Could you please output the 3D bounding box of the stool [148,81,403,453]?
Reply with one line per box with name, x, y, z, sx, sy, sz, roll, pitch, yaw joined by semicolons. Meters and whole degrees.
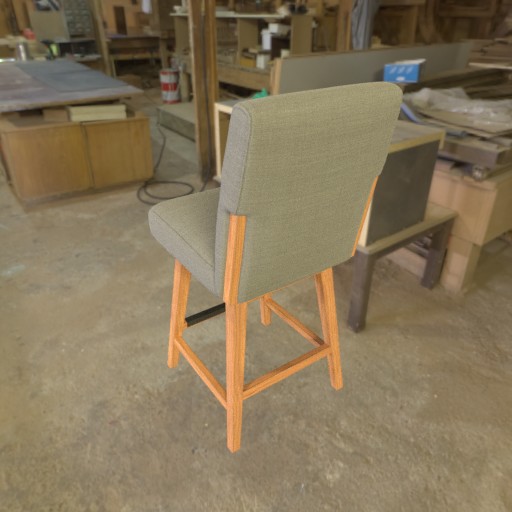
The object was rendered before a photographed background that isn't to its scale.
stool;0.000;0.000;1.324;0.459;1.019;0.570;-19;36;-29
